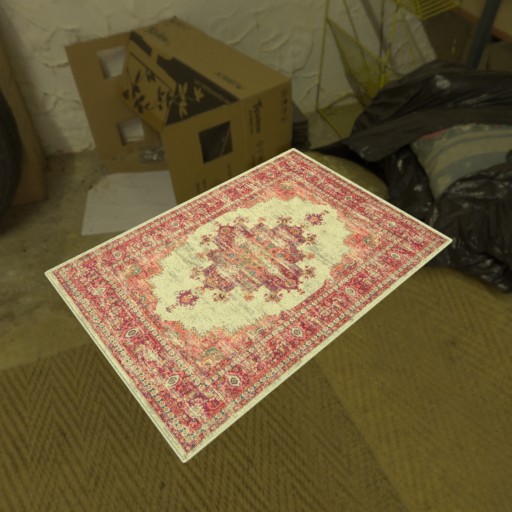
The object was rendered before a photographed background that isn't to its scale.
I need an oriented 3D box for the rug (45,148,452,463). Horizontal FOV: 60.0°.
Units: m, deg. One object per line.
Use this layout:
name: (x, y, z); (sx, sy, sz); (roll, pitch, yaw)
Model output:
rug: (0.000, 0.000, 2.295); (1.747, 0.011, 1.217); (-32, 53, -28)
